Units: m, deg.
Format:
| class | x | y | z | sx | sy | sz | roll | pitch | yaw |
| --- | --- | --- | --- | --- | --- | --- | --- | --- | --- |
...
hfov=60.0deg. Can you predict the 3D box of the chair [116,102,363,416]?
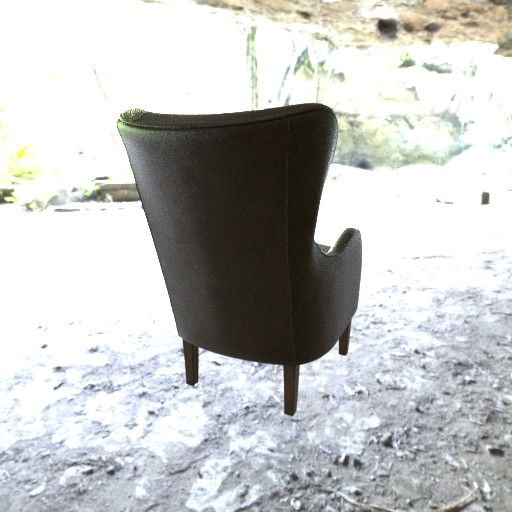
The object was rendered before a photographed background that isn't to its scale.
| class | x | y | z | sx | sy | sz | roll | pitch | yaw |
| --- | --- | --- | --- | --- | --- | --- | --- | --- | --- |
| chair | 0.000 | 0.000 | 1.658 | 0.692 | 1.048 | 0.914 | 8 | 18 | 26 |
